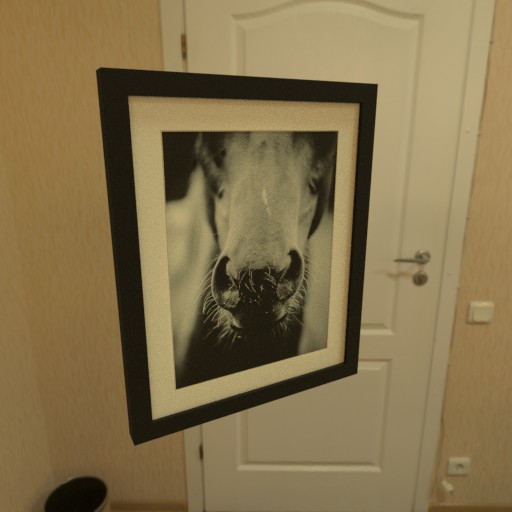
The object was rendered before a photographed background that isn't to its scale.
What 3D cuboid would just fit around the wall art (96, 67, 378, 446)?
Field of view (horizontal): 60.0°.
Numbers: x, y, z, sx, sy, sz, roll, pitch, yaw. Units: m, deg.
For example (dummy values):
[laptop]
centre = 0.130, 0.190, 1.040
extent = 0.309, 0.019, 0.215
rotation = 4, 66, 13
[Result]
[wall art]
centre = 0.000, 0.000, 0.746
extent = 0.457, 0.559, 0.033
rotation = -8, 18, -27
